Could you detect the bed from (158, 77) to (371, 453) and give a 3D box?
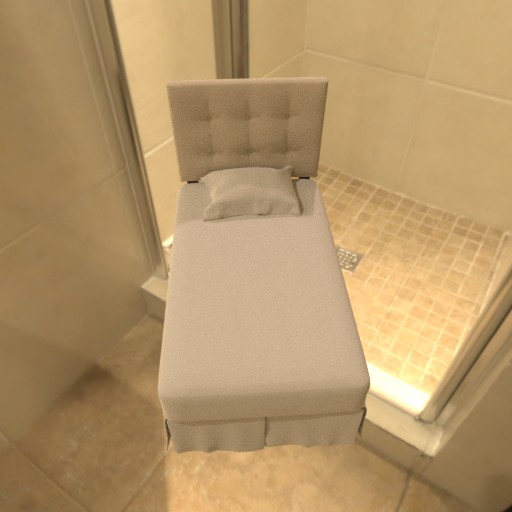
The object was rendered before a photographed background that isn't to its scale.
[{"bbox_3d":[0.000,0.000,2.982,1.261,1.571,1.997,-2,46,-2],"label":"bed"}]
